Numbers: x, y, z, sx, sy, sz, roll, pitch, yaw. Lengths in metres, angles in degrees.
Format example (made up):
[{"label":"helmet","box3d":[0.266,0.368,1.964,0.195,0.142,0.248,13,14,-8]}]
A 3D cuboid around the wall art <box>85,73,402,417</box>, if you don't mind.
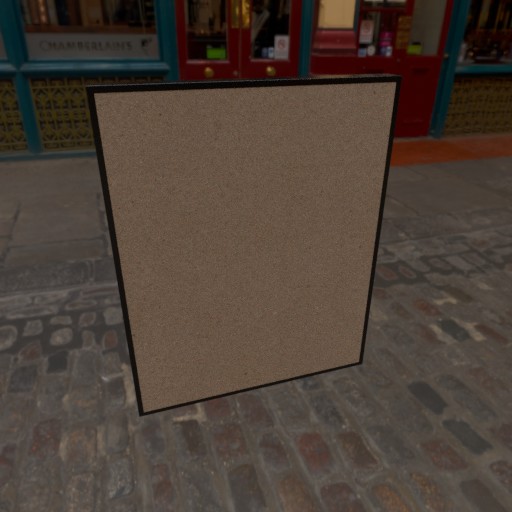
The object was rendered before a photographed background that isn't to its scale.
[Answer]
[{"label":"wall art","box3d":[0.000,0.000,0.740,0.448,0.551,0.038,-8,28,-16]}]
